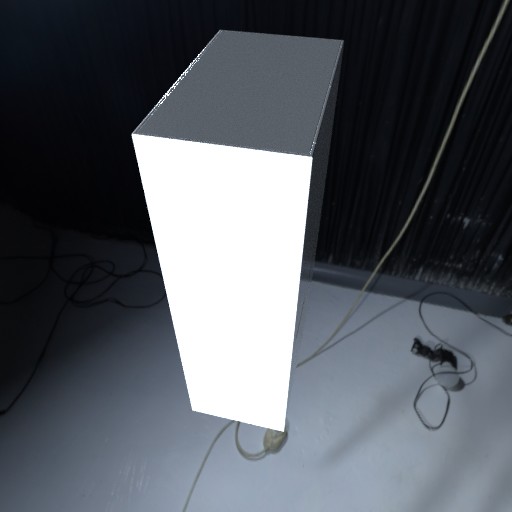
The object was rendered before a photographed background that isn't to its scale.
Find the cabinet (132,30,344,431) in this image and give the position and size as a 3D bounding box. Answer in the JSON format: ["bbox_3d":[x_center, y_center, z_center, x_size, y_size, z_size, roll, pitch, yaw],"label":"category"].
[{"bbox_3d":[0.000,0.000,2.380,0.580,1.920,0.980,10,46,9],"label":"cabinet"}]
